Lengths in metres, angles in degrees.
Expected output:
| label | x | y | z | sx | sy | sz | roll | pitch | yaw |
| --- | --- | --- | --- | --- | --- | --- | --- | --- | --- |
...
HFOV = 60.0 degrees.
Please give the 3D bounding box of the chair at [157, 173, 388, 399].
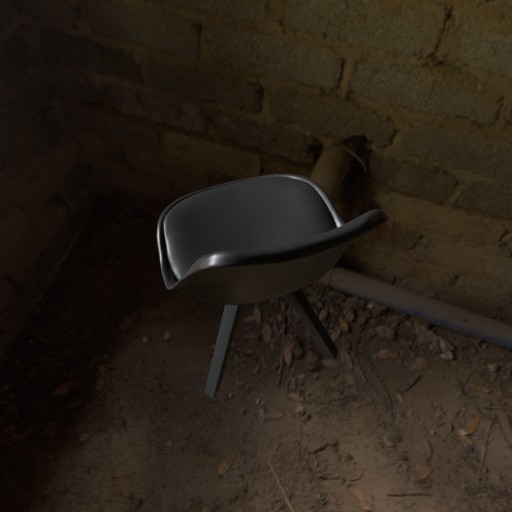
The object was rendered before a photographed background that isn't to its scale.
| label | x | y | z | sx | sy | sz | roll | pitch | yaw |
| --- | --- | --- | --- | --- | --- | --- | --- | --- | --- |
| chair | 0.000 | 0.000 | 1.167 | 0.485 | 0.850 | 0.530 | -15 | 59 | -9 |
